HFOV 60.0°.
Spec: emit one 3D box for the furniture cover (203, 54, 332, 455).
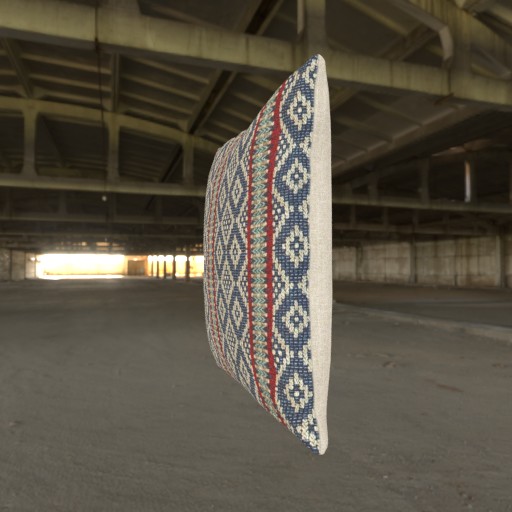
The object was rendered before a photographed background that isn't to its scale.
[{"bbox_3d":[0.000,0.000,0.676,0.139,0.431,0.431,0,-2,-19],"label":"furniture cover"}]
